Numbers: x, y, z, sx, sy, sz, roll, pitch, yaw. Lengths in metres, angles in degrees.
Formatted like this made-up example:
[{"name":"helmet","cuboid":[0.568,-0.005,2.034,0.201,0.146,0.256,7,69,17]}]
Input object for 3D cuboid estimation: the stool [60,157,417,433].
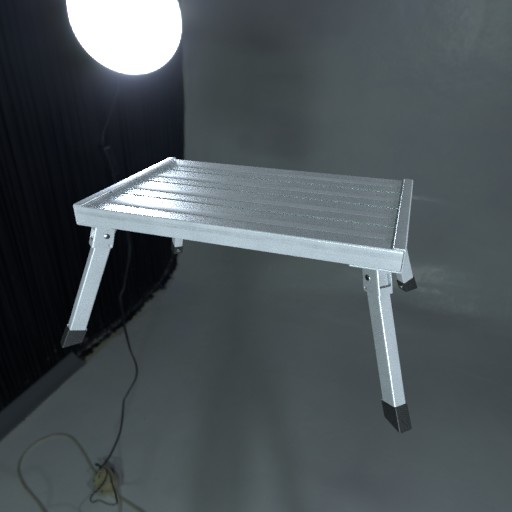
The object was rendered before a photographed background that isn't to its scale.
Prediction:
[{"name":"stool","cuboid":[0.000,0.000,0.732,0.535,0.225,0.385,9,28,17]}]
